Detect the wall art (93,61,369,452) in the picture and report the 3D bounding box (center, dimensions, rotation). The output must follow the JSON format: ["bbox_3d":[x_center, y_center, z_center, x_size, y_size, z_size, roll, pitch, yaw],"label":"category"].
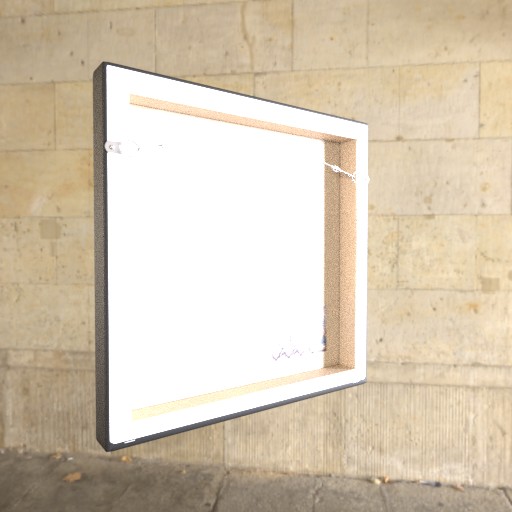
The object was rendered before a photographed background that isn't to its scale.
[{"bbox_3d":[0.000,0.000,0.587,0.406,0.407,0.041,-1,2,-35],"label":"wall art"}]
